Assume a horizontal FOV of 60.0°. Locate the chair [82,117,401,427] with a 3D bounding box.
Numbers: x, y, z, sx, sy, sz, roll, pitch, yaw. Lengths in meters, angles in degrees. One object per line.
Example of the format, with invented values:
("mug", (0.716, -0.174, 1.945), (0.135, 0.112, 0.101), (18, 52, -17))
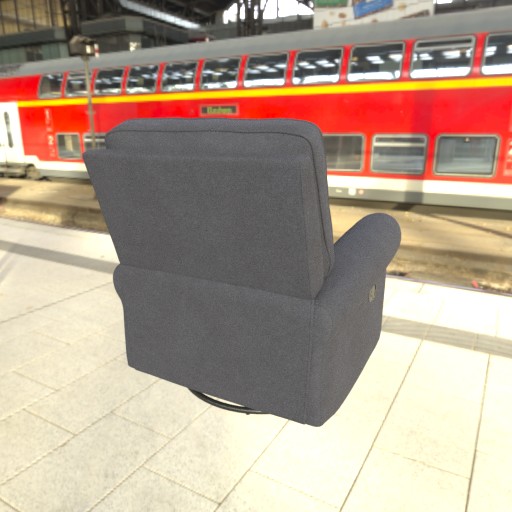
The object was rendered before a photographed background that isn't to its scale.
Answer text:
("chair", (0.000, 0.000, 1.627), (0.890, 0.961, 0.878), (8, 18, 27))
